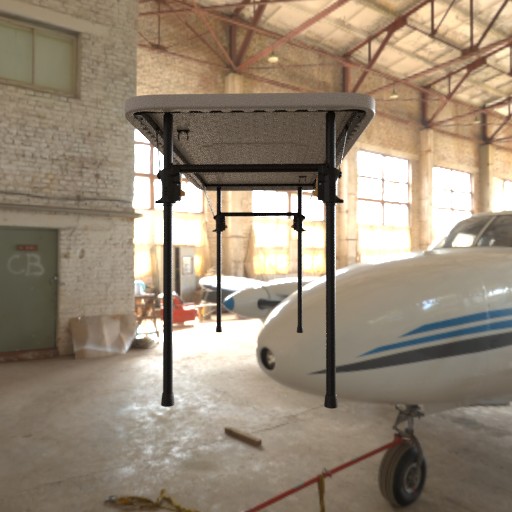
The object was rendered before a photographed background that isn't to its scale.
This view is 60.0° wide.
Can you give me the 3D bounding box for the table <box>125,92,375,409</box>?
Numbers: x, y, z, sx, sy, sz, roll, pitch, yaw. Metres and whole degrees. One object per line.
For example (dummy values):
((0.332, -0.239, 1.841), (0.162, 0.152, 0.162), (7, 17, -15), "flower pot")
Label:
((0.000, 0.000, 1.608), (0.610, 0.729, 1.219), (0, -1, 2), "table")
